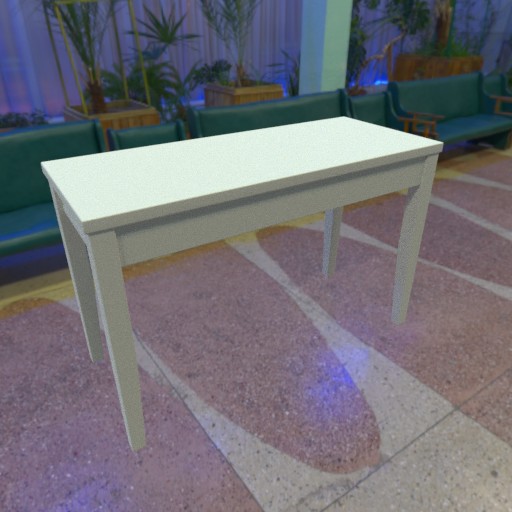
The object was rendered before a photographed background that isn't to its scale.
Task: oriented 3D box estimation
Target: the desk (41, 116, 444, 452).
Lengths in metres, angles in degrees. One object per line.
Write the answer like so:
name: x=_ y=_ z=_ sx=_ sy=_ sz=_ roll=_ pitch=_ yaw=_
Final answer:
desk: x=0.000 y=0.000 z=1.624 sx=1.220 sy=0.775 sz=0.508 roll=-17 pitch=33 yaw=-28
